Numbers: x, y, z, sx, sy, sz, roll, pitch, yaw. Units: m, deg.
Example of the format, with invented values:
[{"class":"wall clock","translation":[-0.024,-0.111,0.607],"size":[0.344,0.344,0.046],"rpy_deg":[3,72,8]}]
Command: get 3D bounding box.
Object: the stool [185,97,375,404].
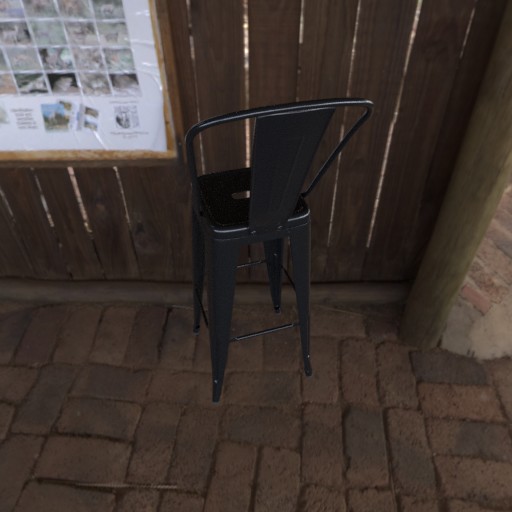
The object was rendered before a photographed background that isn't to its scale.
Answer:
[{"class":"stool","translation":[0.000,0.000,1.324],"size":[0.399,1.096,0.513],"rpy_deg":[-12,40,-14]}]
